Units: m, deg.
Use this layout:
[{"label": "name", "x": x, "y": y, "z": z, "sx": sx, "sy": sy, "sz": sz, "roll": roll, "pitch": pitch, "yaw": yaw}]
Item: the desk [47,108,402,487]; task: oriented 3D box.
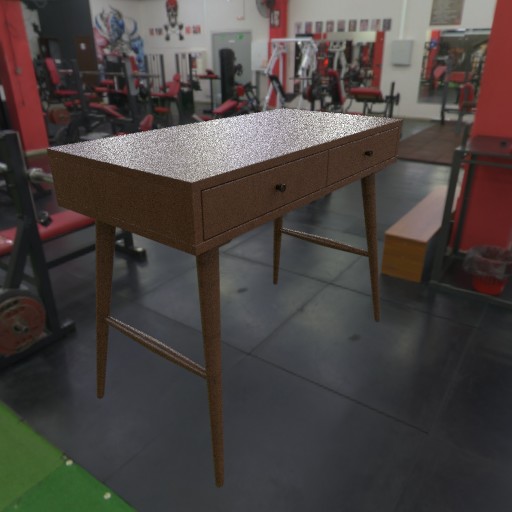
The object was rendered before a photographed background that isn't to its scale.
[{"label": "desk", "x": 0.000, "y": 0.000, "z": 1.382, "sx": 0.510, "sy": 0.758, "sz": 0.949, "roll": 18, "pitch": 31, "yaw": 34}]
